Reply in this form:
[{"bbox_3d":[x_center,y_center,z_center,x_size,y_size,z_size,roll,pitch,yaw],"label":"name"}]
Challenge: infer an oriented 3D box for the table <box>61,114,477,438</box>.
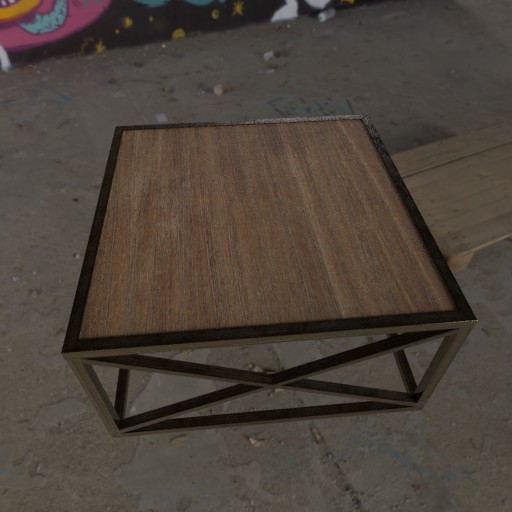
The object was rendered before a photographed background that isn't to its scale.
[{"bbox_3d":[0.000,0.000,1.425,0.899,0.451,0.909,-4,46,-4],"label":"table"}]
